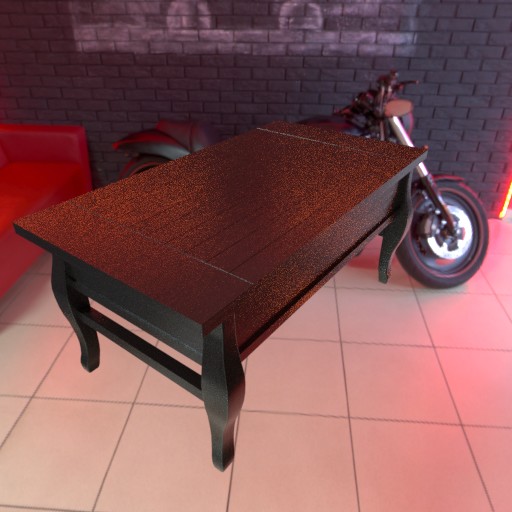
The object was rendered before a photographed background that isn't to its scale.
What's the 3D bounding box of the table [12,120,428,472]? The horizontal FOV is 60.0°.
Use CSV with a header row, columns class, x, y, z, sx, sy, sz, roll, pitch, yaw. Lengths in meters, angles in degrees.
class,x,y,z,sx,sy,sz,roll,pitch,yaw
table,0.000,0.000,1.344,0.600,0.494,1.062,22,38,31
